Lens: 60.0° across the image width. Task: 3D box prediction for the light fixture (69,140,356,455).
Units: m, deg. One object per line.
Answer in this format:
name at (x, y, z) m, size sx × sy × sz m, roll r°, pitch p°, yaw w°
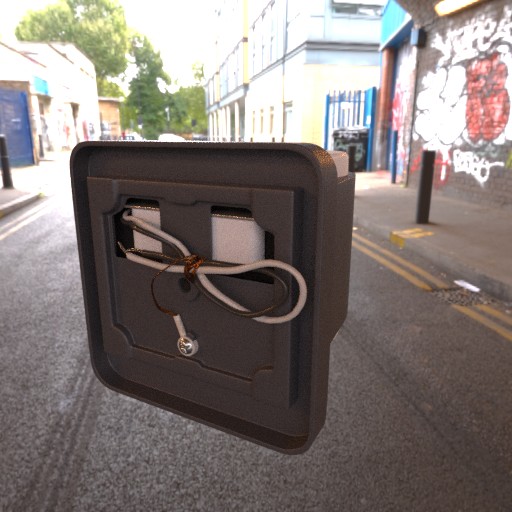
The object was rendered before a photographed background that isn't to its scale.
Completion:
light fixture at (0.000, 0.000, 0.214) m, size 0.109 × 0.109 × 0.132 m, roll 8°, pitch 18°, yaw 28°
